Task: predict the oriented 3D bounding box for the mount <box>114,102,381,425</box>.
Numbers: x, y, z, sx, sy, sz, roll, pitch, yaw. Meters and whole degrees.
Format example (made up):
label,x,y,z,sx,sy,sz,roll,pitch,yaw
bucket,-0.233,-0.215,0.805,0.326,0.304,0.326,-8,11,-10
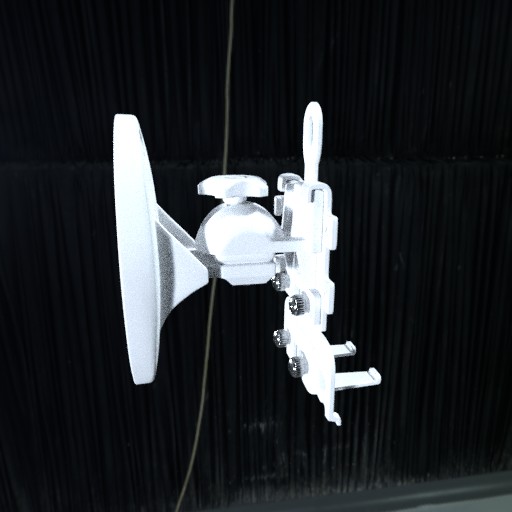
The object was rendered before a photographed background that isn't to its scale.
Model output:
label,x,y,z,sx,sy,sz,roll,pitch,yaw
mount,0.000,0.000,0.178,0.100,0.118,0.066,-3,16,-11
